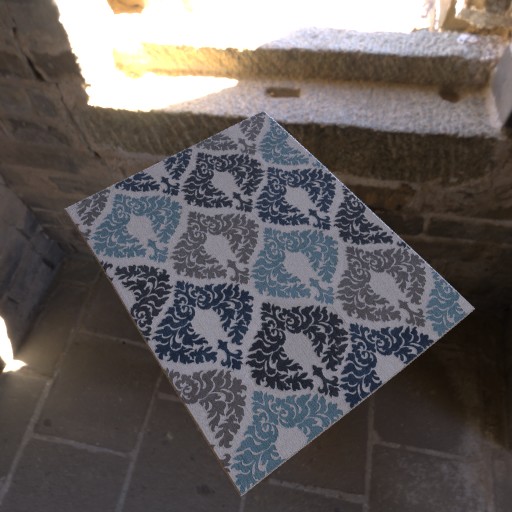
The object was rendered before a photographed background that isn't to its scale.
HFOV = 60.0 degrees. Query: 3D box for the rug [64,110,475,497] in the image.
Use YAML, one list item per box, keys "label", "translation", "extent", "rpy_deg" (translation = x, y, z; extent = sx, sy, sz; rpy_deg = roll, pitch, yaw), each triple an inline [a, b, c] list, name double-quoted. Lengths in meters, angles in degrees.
- label: "rug"
  translation: [0.000, 0.000, 4.035]
  extent: [2.423, 0.014, 3.040]
  rpy_deg: [-32, 64, -18]
